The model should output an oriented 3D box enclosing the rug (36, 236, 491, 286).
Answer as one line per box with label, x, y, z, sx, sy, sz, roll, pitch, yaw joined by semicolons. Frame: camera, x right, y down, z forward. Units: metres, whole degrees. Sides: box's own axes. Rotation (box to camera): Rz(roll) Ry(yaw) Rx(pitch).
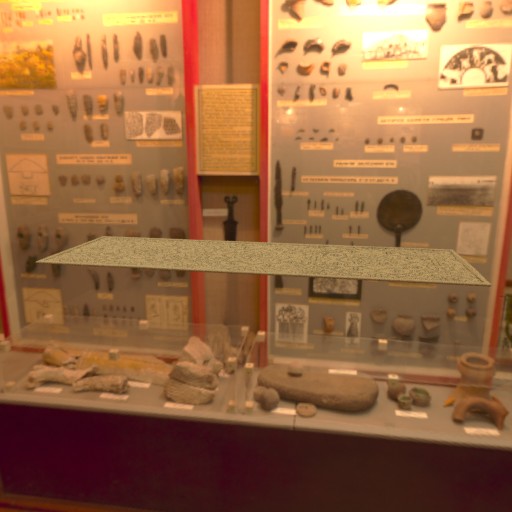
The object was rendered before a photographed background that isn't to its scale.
rug;0.000;0.000;2.700;2.448;0.012;0.769;3;14;10
